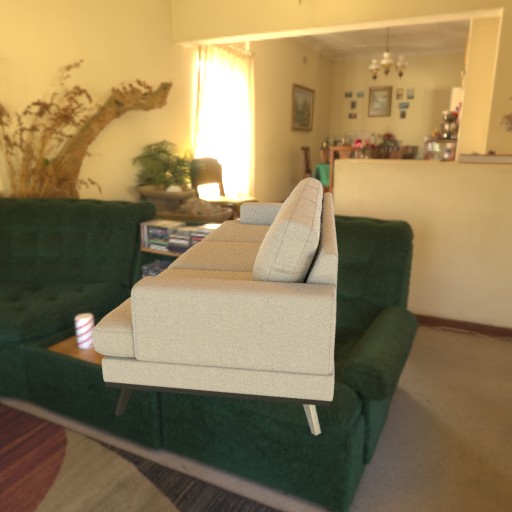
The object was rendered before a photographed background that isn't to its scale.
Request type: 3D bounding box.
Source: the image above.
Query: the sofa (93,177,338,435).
[{"bbox_3d":[0.000,0.000,2.699,0.920,0.810,2.310,2,15,8],"label":"sofa"}]
